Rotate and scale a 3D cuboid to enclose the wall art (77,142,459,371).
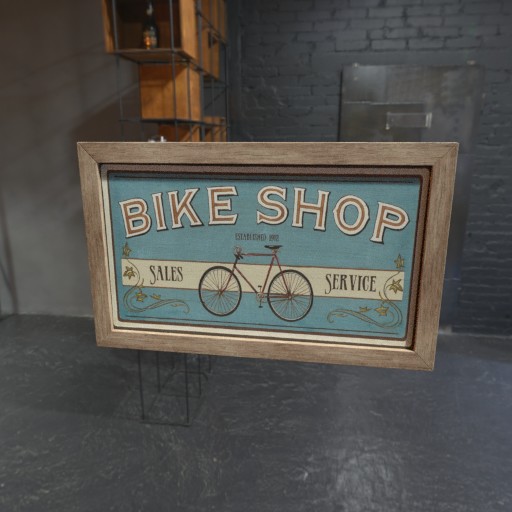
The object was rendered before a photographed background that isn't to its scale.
[{"bbox_3d":[0.000,0.000,0.967,0.780,0.480,0.021,2,15,9],"label":"wall art"}]
